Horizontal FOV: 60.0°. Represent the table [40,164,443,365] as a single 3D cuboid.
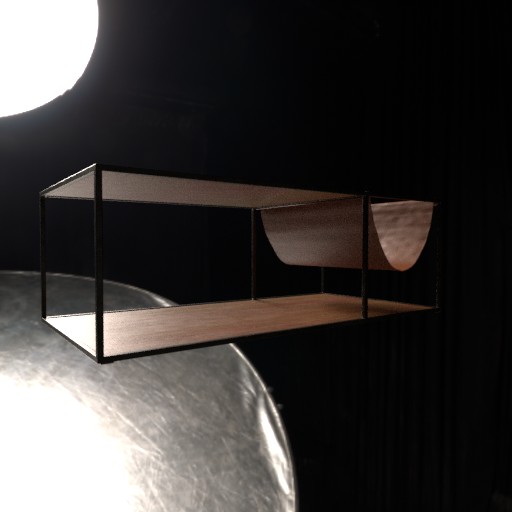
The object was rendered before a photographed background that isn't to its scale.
[{"bbox_3d":[0.000,0.000,1.465,1.199,0.403,0.597,-1,2,-36],"label":"table"}]
